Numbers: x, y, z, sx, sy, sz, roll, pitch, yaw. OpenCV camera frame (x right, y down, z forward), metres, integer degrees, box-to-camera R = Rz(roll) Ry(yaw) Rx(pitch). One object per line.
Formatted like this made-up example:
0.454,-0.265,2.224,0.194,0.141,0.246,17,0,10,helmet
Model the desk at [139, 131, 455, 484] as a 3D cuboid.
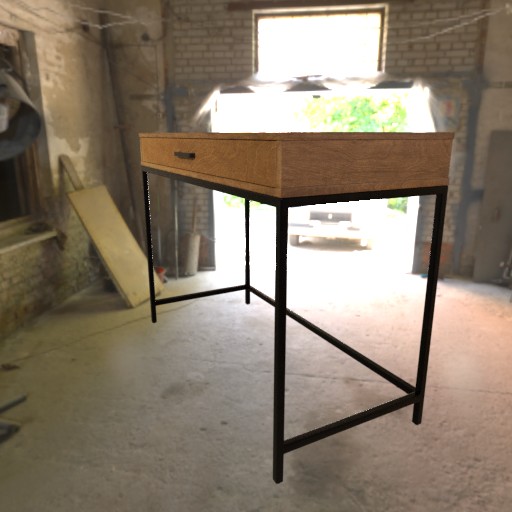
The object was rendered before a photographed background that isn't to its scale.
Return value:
0.000,0.000,1.422,0.470,0.762,1.016,-8,17,-27,desk
